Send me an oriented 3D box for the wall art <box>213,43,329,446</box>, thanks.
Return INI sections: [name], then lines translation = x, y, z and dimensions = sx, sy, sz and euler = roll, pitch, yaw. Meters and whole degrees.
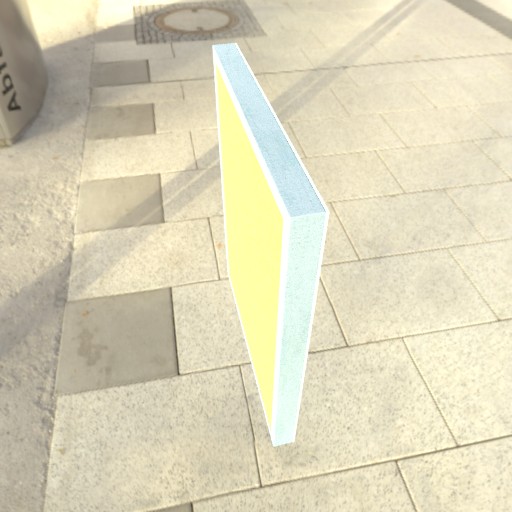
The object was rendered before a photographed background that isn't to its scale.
[wall art]
translation = 0.000, 0.000, 0.711
dimensions = 0.037, 0.509, 0.409
euler = -10, 46, -9
